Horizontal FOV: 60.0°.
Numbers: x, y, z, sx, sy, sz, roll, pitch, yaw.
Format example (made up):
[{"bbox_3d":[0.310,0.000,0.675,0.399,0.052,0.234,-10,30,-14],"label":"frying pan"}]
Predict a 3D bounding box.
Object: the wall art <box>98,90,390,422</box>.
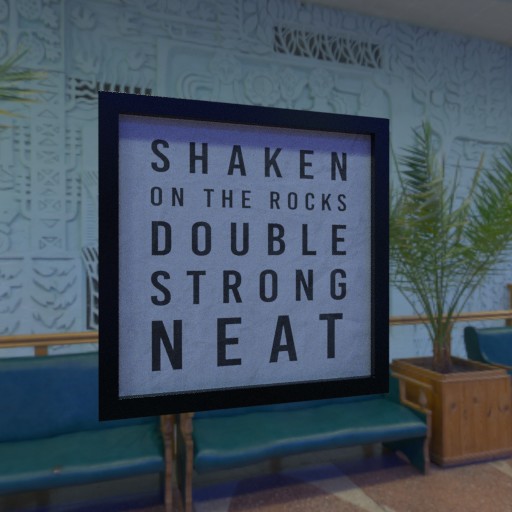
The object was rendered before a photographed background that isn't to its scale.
[{"bbox_3d":[0.000,0.000,0.521,0.349,0.349,0.014,0,0,-16],"label":"wall art"}]
